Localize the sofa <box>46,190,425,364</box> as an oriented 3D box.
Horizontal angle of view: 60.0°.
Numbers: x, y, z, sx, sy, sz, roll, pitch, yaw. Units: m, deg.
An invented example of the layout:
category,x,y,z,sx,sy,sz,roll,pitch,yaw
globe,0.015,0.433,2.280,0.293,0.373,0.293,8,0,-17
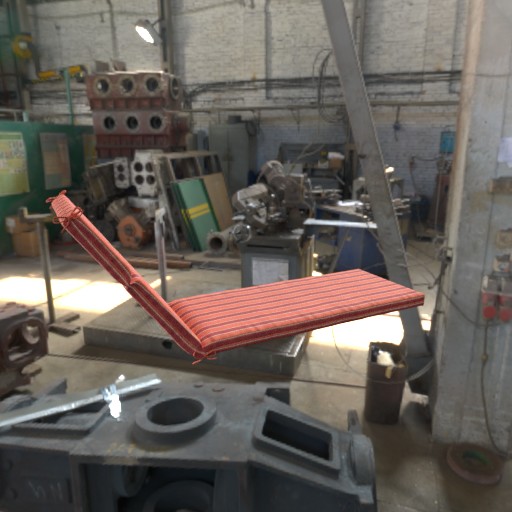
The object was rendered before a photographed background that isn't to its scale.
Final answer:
category,x,y,z,sx,sy,sz,roll,pitch,yaw
sofa,0.000,0.000,2.015,1.663,0.622,0.582,-8,17,-26
